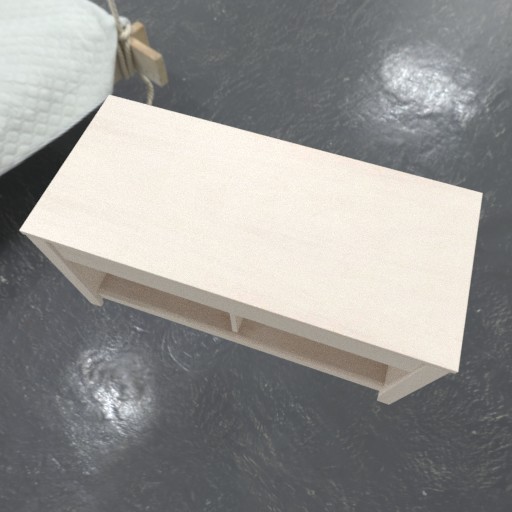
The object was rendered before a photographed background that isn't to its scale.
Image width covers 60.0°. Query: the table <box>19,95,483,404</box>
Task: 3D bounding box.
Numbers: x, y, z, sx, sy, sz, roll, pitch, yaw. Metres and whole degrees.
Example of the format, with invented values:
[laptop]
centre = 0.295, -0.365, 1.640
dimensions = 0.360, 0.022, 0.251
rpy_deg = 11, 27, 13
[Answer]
[table]
centre = 0.000, 0.000, 1.276
dimensions = 1.016, 0.483, 0.457
rpy_deg = 17, 65, 8
